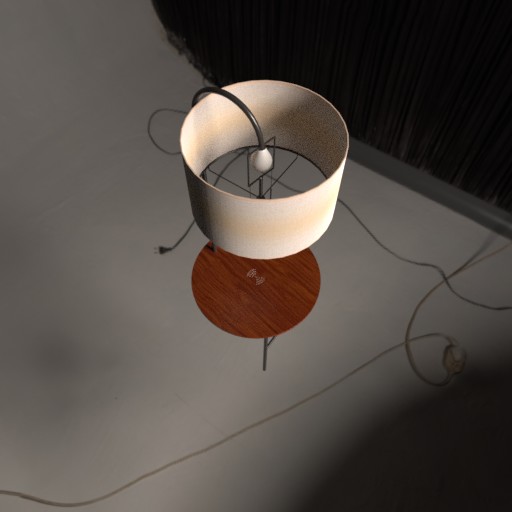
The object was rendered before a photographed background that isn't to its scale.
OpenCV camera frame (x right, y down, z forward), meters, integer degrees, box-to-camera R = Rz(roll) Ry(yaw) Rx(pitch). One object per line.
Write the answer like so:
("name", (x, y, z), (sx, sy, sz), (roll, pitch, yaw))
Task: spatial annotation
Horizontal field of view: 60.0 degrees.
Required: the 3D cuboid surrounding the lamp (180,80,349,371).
("lamp", (0.000, 0.000, 1.818), (0.573, 1.517, 0.573), (0, 58, 0))
